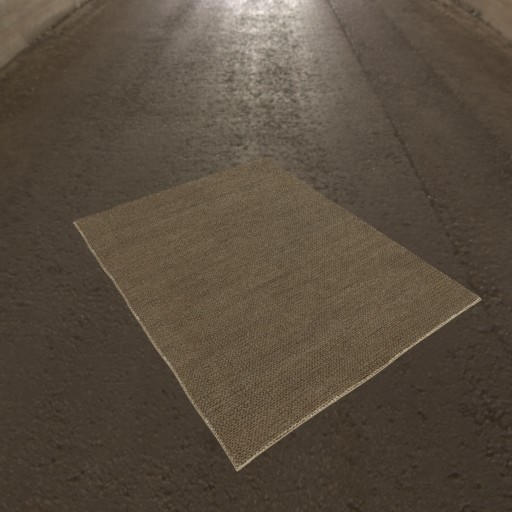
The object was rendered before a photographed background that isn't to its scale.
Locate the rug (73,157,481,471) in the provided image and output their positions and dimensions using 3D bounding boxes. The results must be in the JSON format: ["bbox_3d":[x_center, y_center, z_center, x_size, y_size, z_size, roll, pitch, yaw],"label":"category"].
[{"bbox_3d":[0.000,0.000,4.078,2.429,0.030,3.052,-24,46,-26],"label":"rug"}]
